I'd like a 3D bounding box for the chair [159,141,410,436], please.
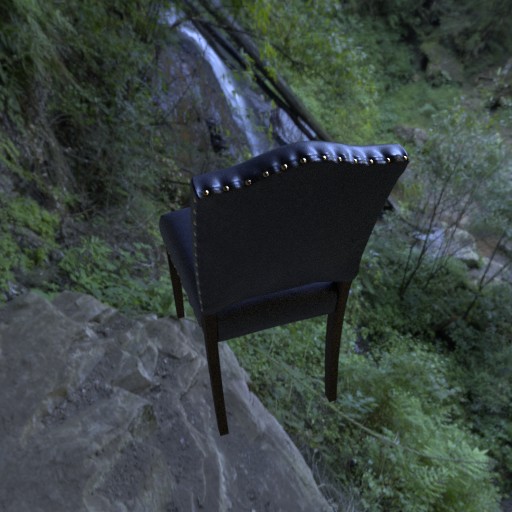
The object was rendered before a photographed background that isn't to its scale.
[{"bbox_3d":[0.000,0.000,1.328,0.500,0.991,0.633,-12,42,-14],"label":"chair"}]
